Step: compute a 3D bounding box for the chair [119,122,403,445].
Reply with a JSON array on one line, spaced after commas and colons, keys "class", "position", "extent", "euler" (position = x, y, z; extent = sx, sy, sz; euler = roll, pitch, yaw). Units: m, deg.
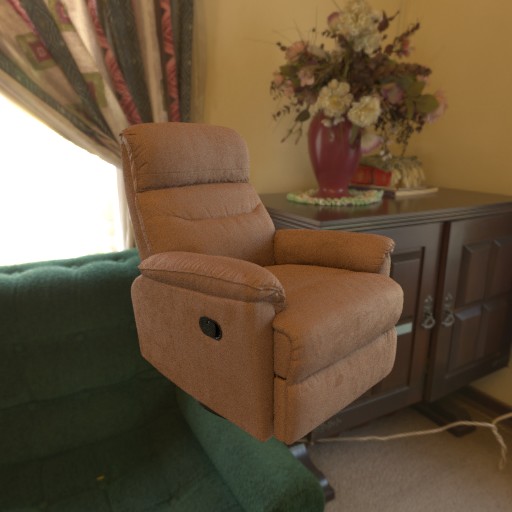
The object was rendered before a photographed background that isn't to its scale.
[{"class": "chair", "position": [0.000, 0.000, 1.755], "extent": [1.004, 1.037, 0.820], "euler": [14, 20, 43]}]
